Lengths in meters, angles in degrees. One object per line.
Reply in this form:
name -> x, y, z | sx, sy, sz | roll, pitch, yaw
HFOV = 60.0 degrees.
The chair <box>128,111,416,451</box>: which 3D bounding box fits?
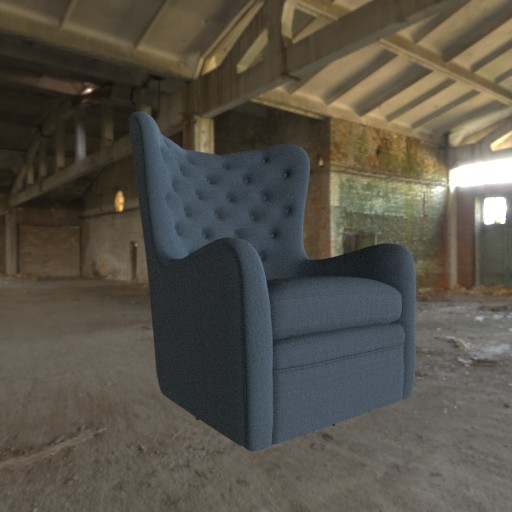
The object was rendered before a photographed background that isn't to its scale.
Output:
chair -> 0.000, 0.000, 1.724 | 0.831, 1.079, 0.930 | 0, 0, -39
